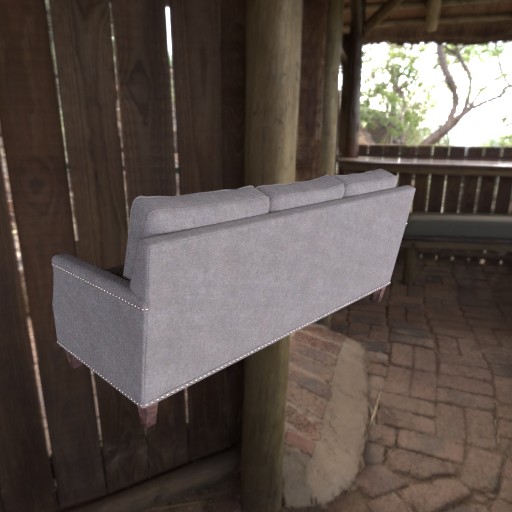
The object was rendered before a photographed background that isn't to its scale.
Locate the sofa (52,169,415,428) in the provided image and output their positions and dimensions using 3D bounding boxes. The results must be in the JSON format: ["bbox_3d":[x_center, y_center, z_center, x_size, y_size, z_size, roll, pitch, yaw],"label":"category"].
[{"bbox_3d":[0.000,0.000,2.823,1.034,1.042,2.226,15,22,42],"label":"sofa"}]
